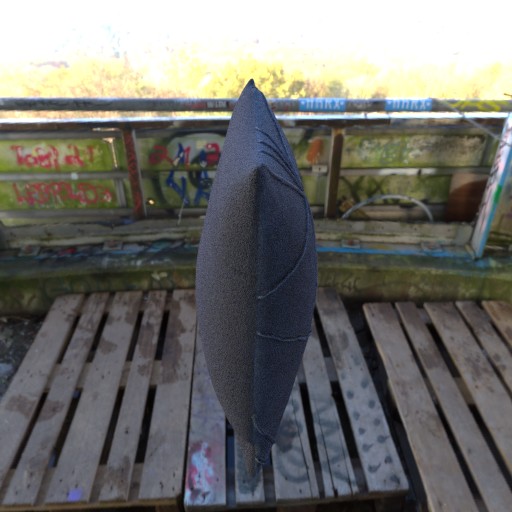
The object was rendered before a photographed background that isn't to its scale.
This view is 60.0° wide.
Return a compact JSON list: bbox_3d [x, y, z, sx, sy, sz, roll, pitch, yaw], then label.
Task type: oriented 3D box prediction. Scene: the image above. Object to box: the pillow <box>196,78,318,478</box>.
[{"bbox_3d":[0.000,0.000,0.668,0.183,0.440,0.439,-1,32,-1],"label":"pillow"}]
